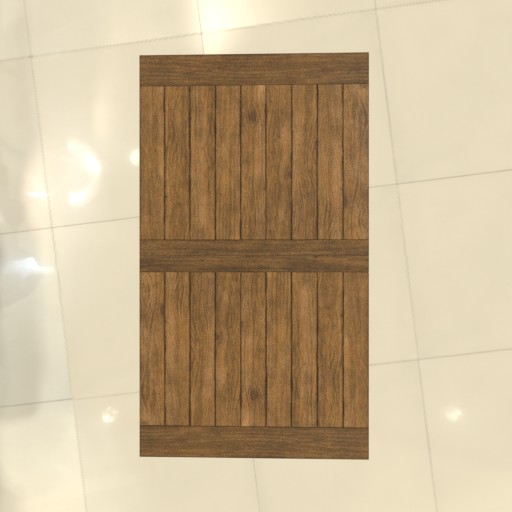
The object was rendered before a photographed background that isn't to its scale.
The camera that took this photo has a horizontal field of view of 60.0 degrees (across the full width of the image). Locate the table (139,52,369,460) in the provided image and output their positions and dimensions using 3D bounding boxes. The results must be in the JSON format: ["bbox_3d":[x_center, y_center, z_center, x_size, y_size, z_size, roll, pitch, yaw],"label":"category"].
[{"bbox_3d":[0.000,0.000,2.177,0.931,0.757,1.641,0,90,2],"label":"table"}]
